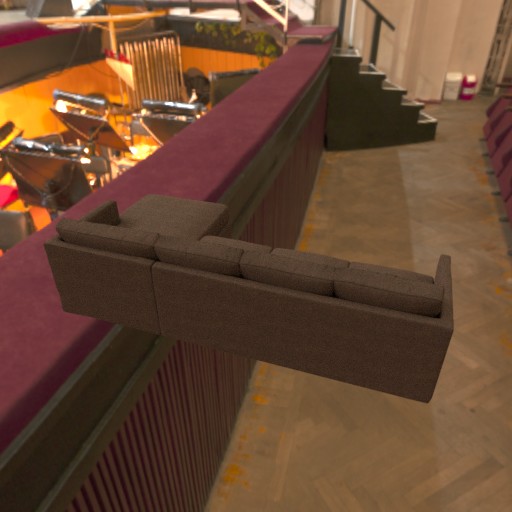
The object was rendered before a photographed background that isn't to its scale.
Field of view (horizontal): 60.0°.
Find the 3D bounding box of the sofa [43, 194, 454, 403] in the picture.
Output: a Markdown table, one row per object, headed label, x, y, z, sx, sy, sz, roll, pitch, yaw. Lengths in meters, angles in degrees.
| label | x | y | z | sx | sy | sz | roll | pitch | yaw |
| --- | --- | --- | --- | --- | --- | --- | --- | --- | --- |
| sofa | 0.000 | 0.000 | 3.996 | 3.205 | 0.922 | 1.650 | 11 | 34 | 16 |
